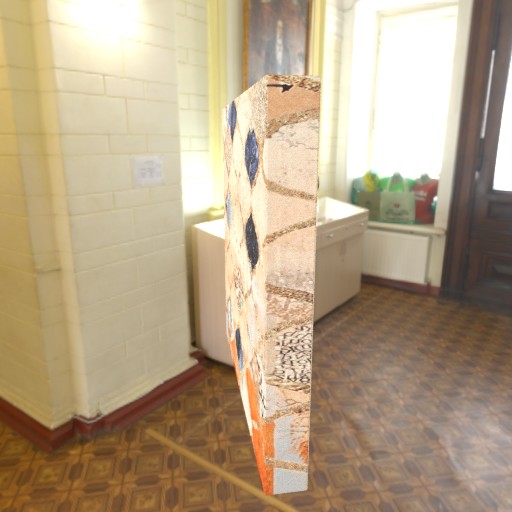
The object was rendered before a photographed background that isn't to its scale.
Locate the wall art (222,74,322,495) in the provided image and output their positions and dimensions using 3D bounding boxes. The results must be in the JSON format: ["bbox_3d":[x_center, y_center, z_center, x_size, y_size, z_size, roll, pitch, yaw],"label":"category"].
[{"bbox_3d":[0.000,0.000,0.450,0.036,0.304,0.303,-2,15,-9],"label":"wall art"}]
